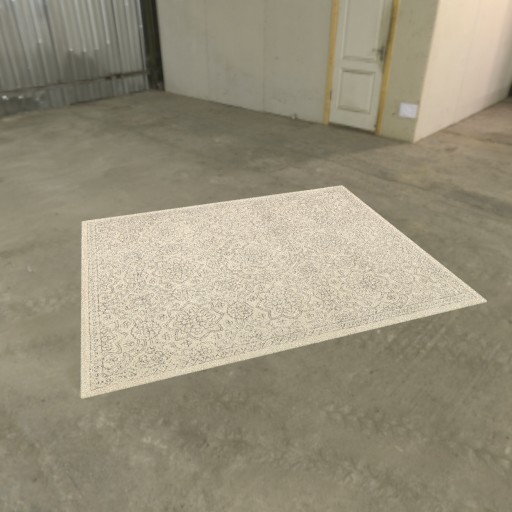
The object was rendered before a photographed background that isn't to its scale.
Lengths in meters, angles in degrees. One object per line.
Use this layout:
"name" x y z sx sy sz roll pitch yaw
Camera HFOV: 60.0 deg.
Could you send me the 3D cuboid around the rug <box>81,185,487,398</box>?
"rug" 0.000 0.000 4.081 3.050 0.015 2.441 -10 33 -15
